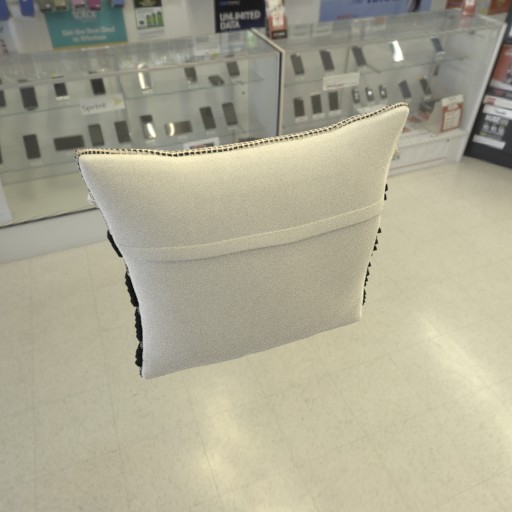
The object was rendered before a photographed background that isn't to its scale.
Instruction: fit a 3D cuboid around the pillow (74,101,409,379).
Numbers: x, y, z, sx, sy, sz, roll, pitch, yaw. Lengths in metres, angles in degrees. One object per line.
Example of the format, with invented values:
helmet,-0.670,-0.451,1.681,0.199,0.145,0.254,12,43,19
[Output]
pillow,0.000,0.000,0.689,0.436,0.438,0.156,-13,43,-14
